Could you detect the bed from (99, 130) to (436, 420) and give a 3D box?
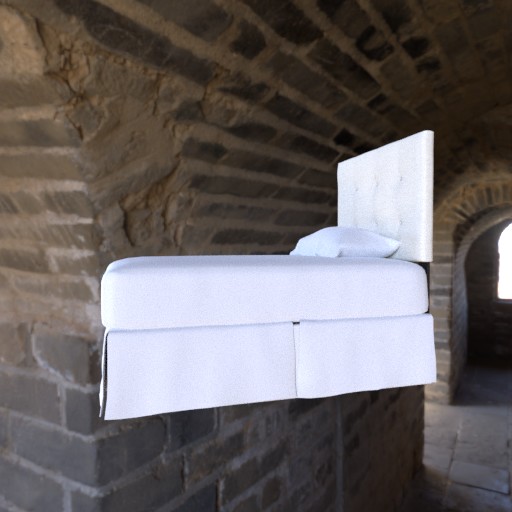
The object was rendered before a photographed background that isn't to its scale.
[{"bbox_3d":[0.000,0.000,3.004,1.997,1.571,1.261,0,1,-17],"label":"bed"}]
